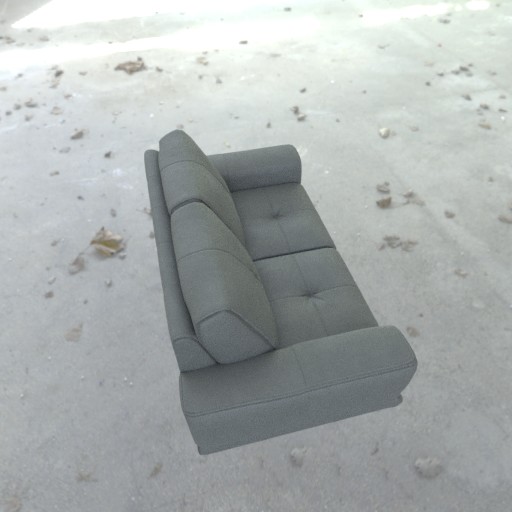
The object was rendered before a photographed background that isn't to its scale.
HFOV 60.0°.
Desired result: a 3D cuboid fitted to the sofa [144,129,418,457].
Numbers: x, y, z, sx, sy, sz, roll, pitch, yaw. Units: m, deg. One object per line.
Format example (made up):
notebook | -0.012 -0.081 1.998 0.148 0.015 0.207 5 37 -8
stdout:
sofa | 0.000 0.000 2.432 1.018 0.907 1.806 -10 47 -10
